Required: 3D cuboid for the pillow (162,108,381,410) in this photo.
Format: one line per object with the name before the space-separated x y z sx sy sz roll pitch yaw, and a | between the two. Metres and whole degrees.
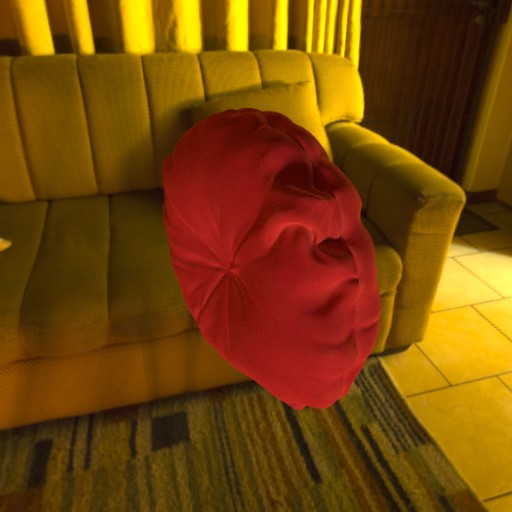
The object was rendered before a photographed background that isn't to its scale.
pillow | 0.000 0.000 0.642 0.148 0.407 0.428 -21 37 -30
